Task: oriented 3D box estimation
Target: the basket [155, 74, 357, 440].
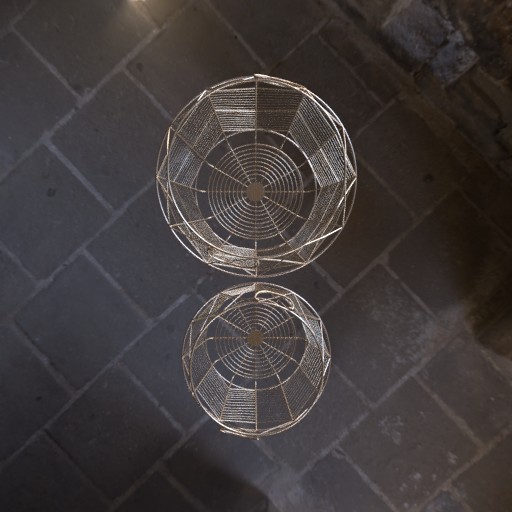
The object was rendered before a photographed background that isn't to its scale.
[{"bbox_3d":[0.000,0.000,1.067,0.451,0.343,0.805,0,91,0],"label":"basket"}]
